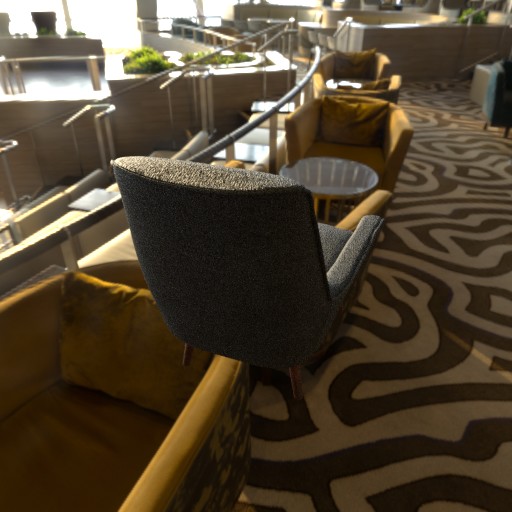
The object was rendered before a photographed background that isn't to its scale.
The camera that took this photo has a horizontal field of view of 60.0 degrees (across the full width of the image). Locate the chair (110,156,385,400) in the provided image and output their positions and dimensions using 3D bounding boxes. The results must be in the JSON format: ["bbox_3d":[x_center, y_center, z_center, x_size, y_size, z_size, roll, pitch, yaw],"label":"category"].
[{"bbox_3d":[0.000,0.000,1.523,0.763,0.883,0.859,11,34,18],"label":"chair"}]
